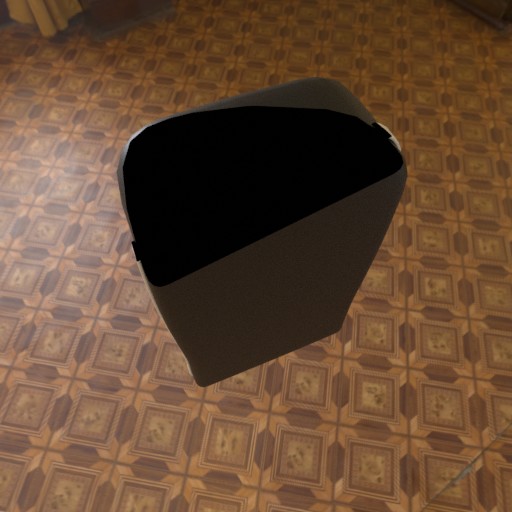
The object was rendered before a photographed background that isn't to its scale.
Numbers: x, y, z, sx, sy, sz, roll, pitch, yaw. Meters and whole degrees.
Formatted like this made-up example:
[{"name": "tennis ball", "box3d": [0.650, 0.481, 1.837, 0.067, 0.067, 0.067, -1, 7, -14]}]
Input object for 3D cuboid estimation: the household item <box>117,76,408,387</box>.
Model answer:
[{"name": "household item", "box3d": [0.000, 0.000, 0.145, 0.070, 0.114, 0.038, -20, 61, -12]}]
